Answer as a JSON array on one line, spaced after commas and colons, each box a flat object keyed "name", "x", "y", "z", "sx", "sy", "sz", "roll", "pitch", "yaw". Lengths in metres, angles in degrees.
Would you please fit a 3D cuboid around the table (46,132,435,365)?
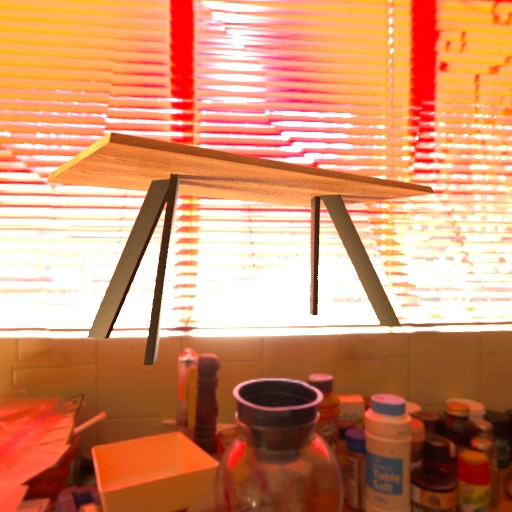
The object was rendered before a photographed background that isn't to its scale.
[{"name": "table", "x": 0.000, "y": 0.000, "z": 2.263, "sx": 1.800, "sy": 0.770, "sz": 0.900, "roll": 0, "pitch": 0, "yaw": -37}]
